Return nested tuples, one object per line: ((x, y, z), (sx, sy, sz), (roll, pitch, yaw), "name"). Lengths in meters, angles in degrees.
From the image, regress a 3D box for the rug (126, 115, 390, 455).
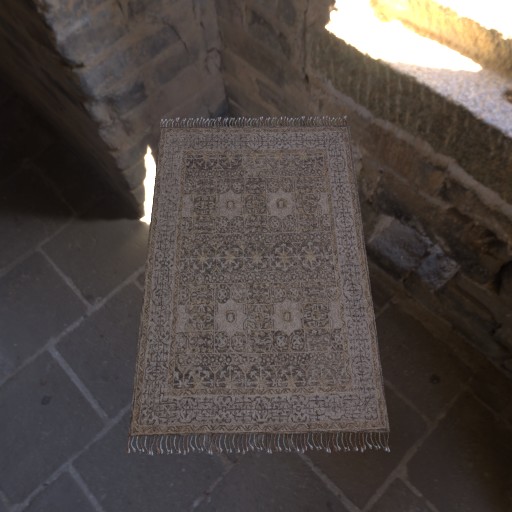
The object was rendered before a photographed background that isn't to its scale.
((0.000, 0.000, 2.487), (1.237, 0.010, 2.029), (-1, 65, 0), "rug")
